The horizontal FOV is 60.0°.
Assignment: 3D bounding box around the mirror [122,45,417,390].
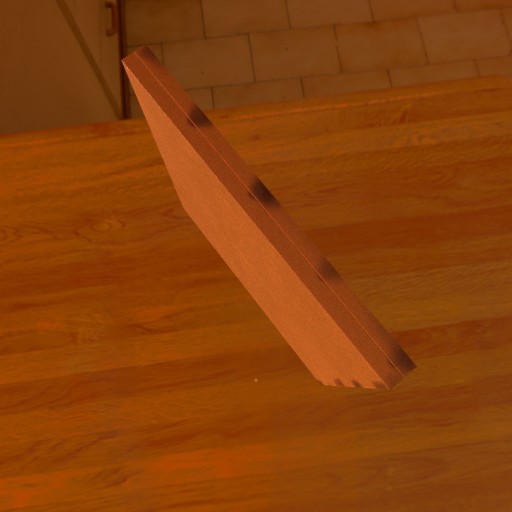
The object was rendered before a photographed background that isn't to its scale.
[{"bbox_3d":[0.000,0.000,0.757,0.042,0.507,0.509,-37,77,-9],"label":"mirror"}]
